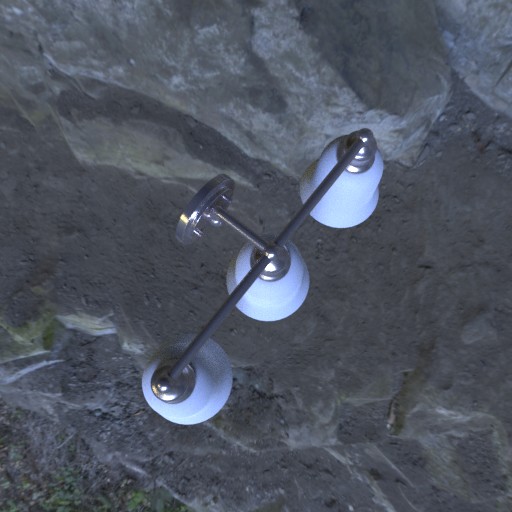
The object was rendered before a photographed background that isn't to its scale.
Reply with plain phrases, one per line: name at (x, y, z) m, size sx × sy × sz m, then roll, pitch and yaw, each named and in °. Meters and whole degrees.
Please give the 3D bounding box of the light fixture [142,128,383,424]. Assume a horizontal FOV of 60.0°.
light fixture at (0.000, 0.000, 0.677) m, size 0.198 × 0.211 × 0.570 m, roll 38°, pitch 79°, yaw 8°
